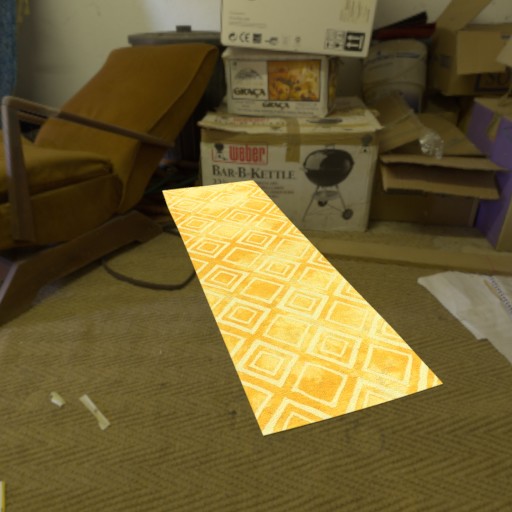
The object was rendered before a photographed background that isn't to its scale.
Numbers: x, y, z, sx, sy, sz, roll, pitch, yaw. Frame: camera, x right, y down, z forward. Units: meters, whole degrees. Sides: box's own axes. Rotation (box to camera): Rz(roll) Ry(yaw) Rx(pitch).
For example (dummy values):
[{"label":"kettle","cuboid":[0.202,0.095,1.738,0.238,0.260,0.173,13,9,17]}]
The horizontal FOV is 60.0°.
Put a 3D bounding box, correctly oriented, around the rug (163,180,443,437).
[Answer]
[{"label":"rug","cuboid":[0.000,0.000,2.662,0.775,0.010,2.438,-10,32,-16]}]
